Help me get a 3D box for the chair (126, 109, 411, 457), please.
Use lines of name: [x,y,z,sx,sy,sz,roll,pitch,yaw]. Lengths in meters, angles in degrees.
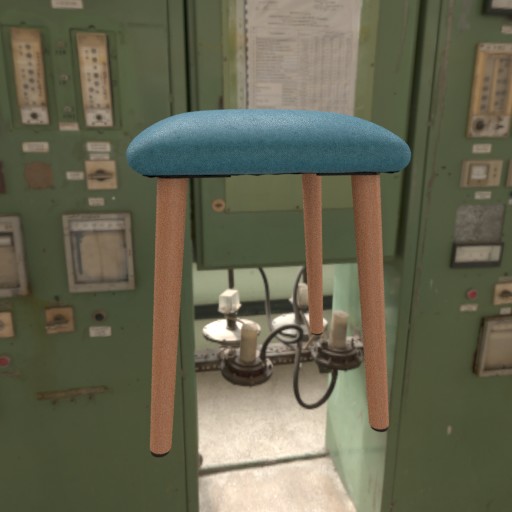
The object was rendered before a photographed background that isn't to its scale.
chair: [0.000,0.000,0.719,0.360,0.450,0.360,-3,16,-9]
